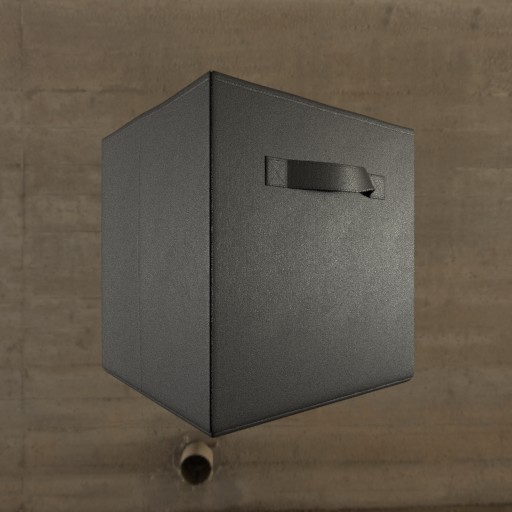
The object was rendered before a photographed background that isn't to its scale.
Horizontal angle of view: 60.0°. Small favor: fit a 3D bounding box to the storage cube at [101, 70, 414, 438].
[{"bbox_3d":[0.000,0.000,0.506,0.270,0.280,0.270,0,0,-37],"label":"storage cube"}]
